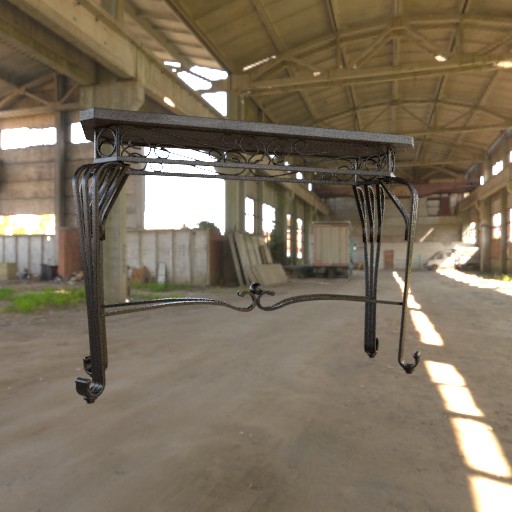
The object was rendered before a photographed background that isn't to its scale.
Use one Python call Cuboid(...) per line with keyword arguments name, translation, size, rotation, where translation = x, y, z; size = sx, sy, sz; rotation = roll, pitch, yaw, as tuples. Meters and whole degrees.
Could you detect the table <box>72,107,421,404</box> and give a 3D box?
Cuboid(name="table", translation=(0.000, 0.000, 1.474), size=(1.112, 0.800, 0.329), rotation=(0, 1, -17))
